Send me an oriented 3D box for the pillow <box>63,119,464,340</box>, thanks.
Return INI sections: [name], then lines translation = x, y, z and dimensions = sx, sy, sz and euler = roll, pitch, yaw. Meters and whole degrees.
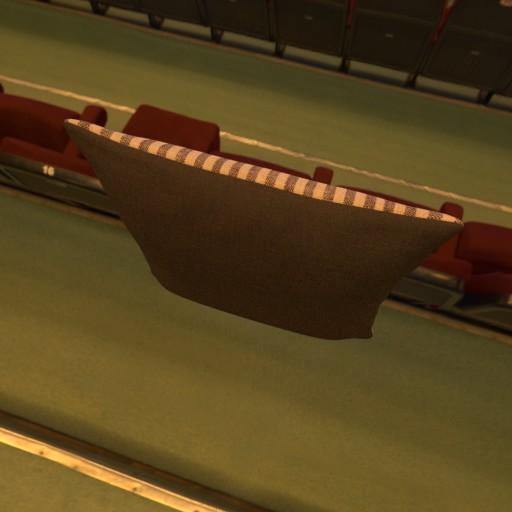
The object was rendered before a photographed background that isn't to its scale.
[pillow]
translation = 0.000, 0.000, 0.771
dimensions = 0.523, 0.506, 0.166
euler = 16, 65, 8
